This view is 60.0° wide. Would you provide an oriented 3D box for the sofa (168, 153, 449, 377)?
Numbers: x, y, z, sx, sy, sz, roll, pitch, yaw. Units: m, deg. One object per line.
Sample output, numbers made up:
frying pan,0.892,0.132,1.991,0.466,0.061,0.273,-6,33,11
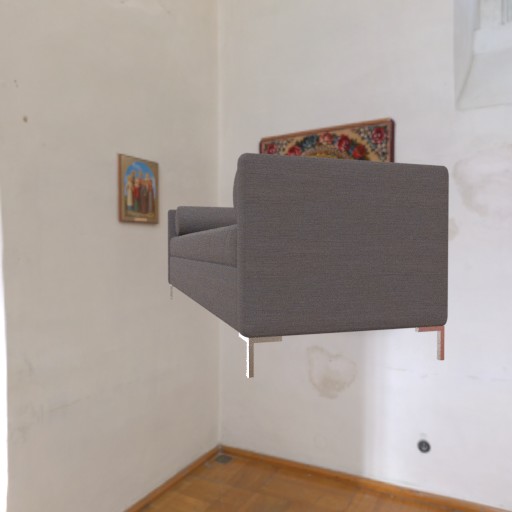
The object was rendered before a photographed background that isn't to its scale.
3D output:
sofa,0.000,0.000,2.255,0.686,0.635,1.981,0,1,-17
